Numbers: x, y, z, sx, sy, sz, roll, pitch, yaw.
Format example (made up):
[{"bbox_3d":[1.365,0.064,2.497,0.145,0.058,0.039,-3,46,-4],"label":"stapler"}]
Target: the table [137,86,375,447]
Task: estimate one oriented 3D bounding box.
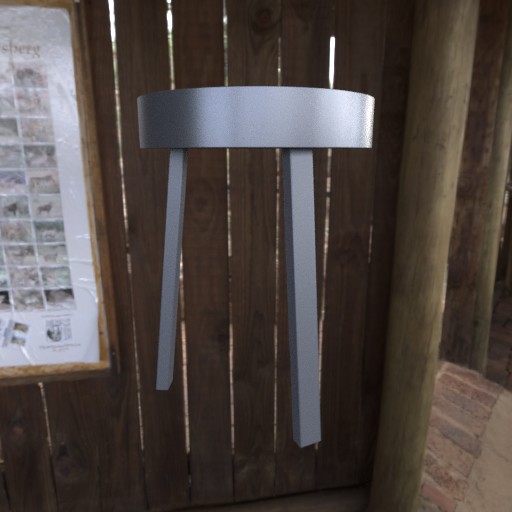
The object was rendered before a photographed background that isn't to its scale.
[{"bbox_3d":[0.000,0.000,0.848,0.406,0.559,0.406,0,13,0],"label":"table"}]
